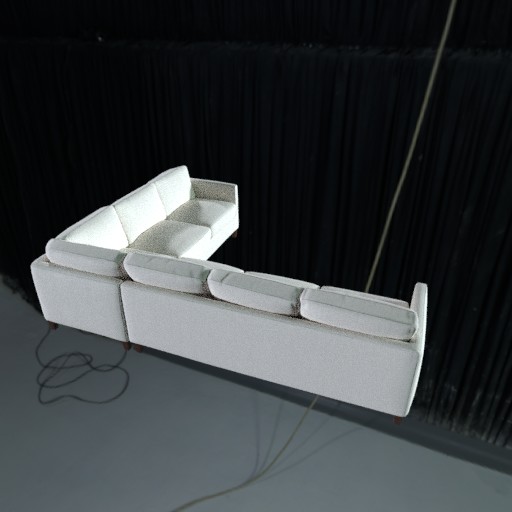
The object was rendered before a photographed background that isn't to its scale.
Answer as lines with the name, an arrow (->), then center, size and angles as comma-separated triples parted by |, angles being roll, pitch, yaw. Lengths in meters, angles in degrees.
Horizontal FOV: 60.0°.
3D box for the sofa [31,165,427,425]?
sofa -> 0.000, 0.000, 4.511 | 3.302, 0.947, 2.593 | 10, 30, 18
